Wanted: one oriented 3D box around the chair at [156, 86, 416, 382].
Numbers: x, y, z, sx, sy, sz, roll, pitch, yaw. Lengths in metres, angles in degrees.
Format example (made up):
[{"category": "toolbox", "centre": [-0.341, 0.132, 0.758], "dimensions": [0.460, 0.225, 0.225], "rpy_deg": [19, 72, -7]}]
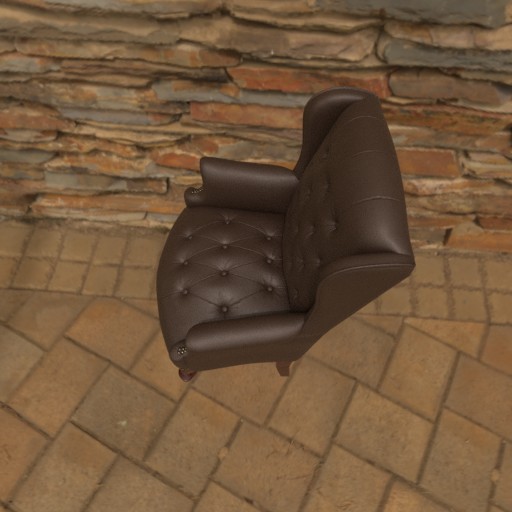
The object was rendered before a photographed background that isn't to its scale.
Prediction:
[{"category": "chair", "centre": [0.000, 0.000, 1.705], "dimensions": [0.819, 1.132, 0.829], "rpy_deg": [0, 59, 0]}]
